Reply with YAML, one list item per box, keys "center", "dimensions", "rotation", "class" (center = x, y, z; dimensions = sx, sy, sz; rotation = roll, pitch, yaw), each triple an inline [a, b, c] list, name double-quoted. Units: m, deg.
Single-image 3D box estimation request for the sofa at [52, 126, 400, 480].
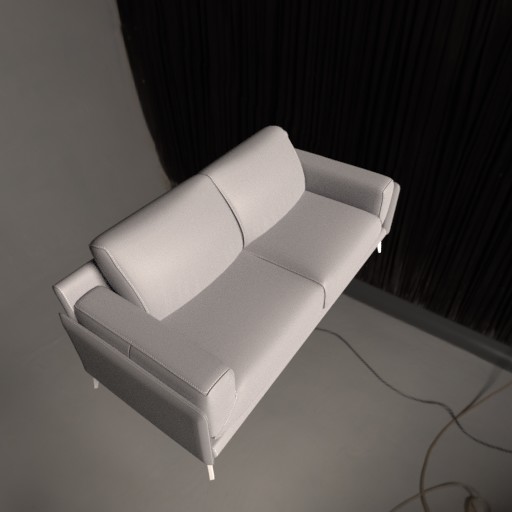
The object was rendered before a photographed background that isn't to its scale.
- center: [0.000, 0.000, 2.640]
  dimensions: [0.969, 0.900, 2.100]
  rotation: [24, 47, 25]
  class: "sofa"
